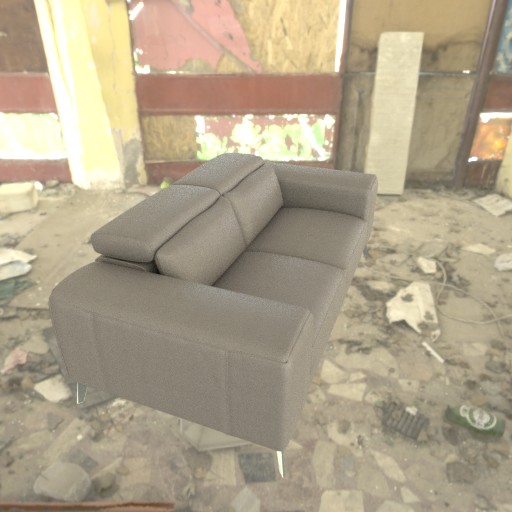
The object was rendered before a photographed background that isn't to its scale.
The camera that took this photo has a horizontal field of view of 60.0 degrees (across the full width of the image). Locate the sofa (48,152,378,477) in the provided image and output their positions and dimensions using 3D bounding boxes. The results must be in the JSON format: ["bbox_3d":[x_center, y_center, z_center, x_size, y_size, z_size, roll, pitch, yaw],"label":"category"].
[{"bbox_3d":[0.000,0.000,2.421,1.024,0.753,1.930,11,31,19],"label":"sofa"}]
